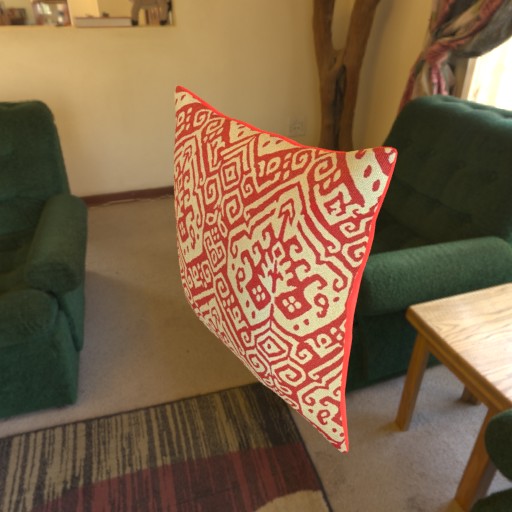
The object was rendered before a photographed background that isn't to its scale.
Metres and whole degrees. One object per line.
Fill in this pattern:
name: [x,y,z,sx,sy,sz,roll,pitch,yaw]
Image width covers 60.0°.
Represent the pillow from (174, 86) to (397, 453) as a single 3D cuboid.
pillow: [0.000,0.000,0.780,0.192,0.507,0.522,-19,35,-30]
